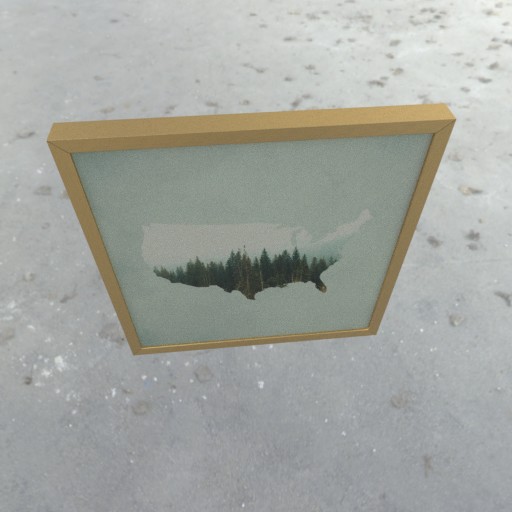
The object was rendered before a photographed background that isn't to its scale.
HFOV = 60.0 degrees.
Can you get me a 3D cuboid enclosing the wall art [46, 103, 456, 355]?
[{"bbox_3d":[0.000,0.000,0.749,0.509,0.509,0.040,-4,48,-4],"label":"wall art"}]
